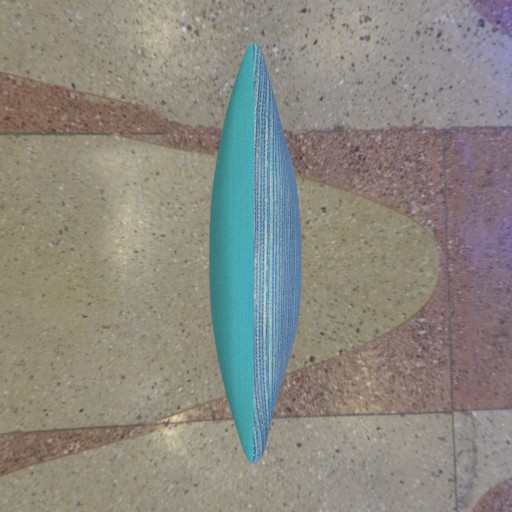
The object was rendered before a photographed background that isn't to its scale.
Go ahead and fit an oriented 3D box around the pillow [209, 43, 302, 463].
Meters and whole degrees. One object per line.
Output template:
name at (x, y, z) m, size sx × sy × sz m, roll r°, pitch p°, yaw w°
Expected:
pillow at (0.000, 0.000, 0.778) m, size 0.150 × 0.497 × 0.514 m, roll 0°, pitch 90°, yaw 1°
